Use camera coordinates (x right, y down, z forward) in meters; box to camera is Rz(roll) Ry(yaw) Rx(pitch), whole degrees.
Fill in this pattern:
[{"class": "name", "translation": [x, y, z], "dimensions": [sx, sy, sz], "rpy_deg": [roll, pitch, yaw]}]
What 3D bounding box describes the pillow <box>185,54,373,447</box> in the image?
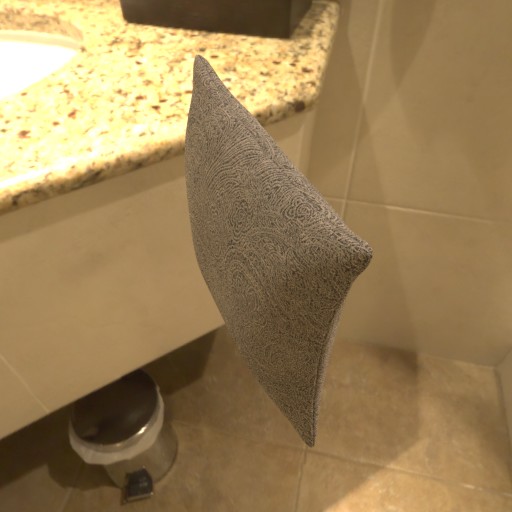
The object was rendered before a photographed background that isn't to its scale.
[{"class": "pillow", "translation": [0.000, 0.000, 0.779], "dimensions": [0.166, 0.510, 0.523], "rpy_deg": [-18, 50, -16]}]
